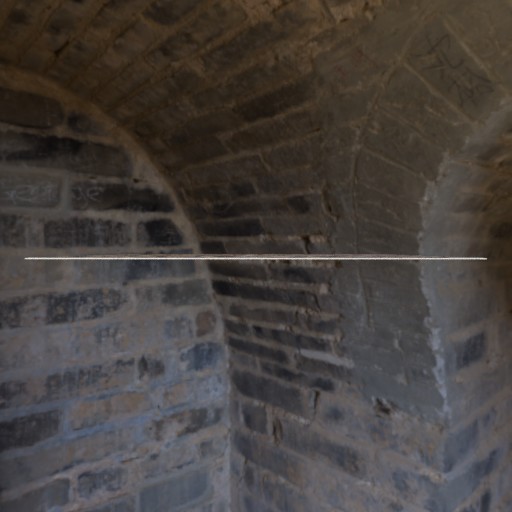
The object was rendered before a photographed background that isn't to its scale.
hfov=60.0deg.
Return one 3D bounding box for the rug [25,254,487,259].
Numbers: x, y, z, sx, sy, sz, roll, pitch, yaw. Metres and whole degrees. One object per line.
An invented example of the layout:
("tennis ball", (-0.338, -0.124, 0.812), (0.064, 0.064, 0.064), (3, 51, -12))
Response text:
("rug", (0.000, 0.000, 4.016), (2.977, 0.008, 2.380), (0, 1, 1))
